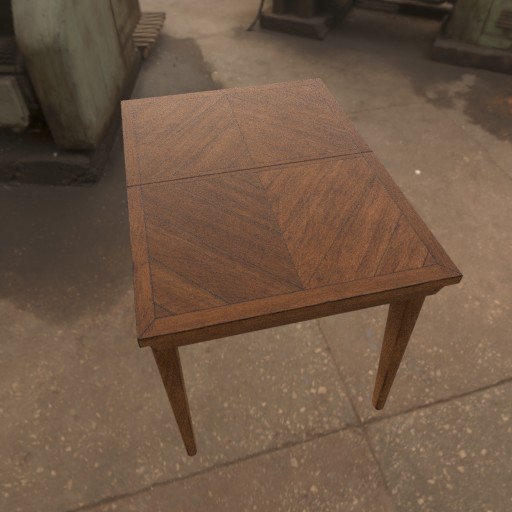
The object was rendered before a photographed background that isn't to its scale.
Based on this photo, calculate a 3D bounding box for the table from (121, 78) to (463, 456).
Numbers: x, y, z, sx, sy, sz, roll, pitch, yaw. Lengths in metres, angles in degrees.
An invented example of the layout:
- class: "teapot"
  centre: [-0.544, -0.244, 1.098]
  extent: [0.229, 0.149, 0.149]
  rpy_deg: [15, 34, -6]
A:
- class: "table"
  centre: [0.000, 0.000, 1.601]
  extent: [0.757, 0.760, 1.027]
  rpy_deg: [-10, 48, -9]
